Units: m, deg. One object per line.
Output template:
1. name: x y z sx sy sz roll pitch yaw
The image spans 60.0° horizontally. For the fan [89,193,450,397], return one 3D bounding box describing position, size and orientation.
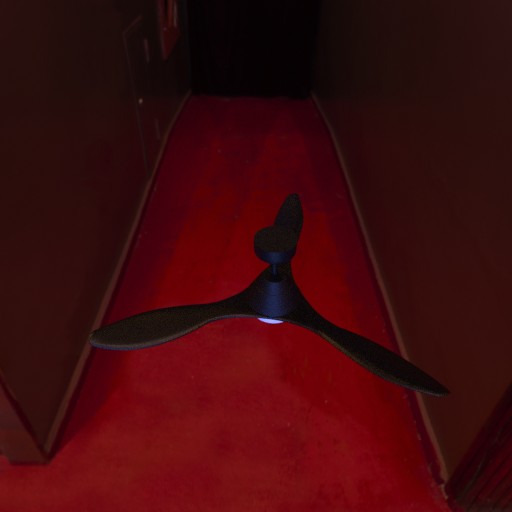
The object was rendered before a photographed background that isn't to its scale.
1. fan: 0.000 0.000 1.578 1.067 0.305 1.067 -1 40 -1
